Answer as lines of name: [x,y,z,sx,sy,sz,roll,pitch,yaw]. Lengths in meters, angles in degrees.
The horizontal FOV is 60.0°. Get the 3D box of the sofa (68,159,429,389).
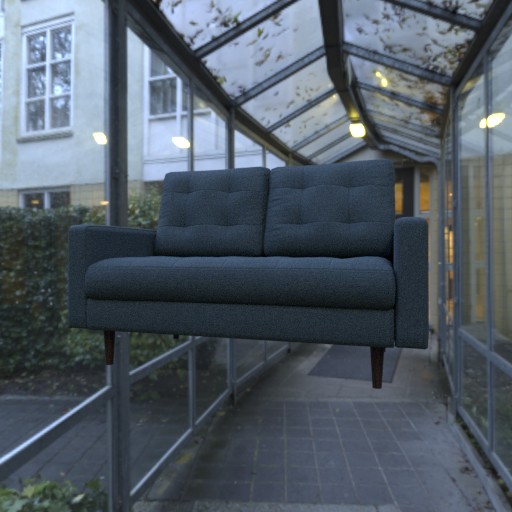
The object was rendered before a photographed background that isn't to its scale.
sofa: [0.000,0.000,1.992,1.407,0.907,0.842,0,0,17]
